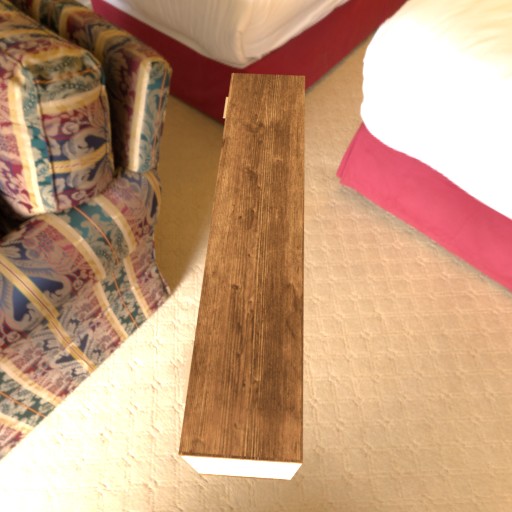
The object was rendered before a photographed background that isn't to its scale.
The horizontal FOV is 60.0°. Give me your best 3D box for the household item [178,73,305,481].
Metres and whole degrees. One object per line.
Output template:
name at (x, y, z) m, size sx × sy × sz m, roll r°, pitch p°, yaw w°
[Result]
household item at (0.000, 0.000, 2.057) m, size 0.390 × 0.615 × 1.800 m, roll 3°, pitch 59°, yaw 2°
